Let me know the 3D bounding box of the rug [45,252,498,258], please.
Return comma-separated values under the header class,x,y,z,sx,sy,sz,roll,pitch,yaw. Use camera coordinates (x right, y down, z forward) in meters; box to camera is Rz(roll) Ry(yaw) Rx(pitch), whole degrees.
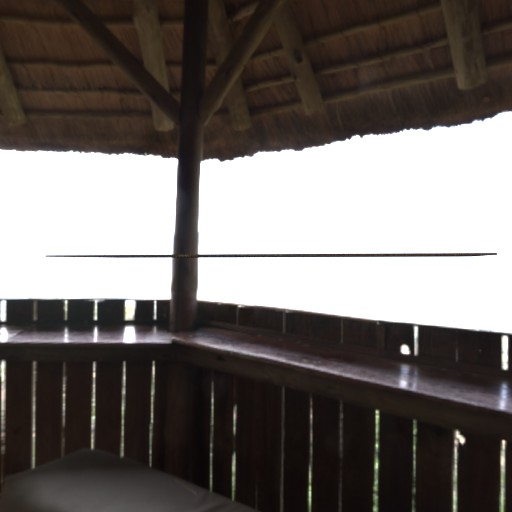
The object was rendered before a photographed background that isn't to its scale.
class,x,y,z,sx,sy,sz,roll,pitch,yaw
rug,0.000,0.000,2.476,2.287,0.011,0.687,0,-1,18
